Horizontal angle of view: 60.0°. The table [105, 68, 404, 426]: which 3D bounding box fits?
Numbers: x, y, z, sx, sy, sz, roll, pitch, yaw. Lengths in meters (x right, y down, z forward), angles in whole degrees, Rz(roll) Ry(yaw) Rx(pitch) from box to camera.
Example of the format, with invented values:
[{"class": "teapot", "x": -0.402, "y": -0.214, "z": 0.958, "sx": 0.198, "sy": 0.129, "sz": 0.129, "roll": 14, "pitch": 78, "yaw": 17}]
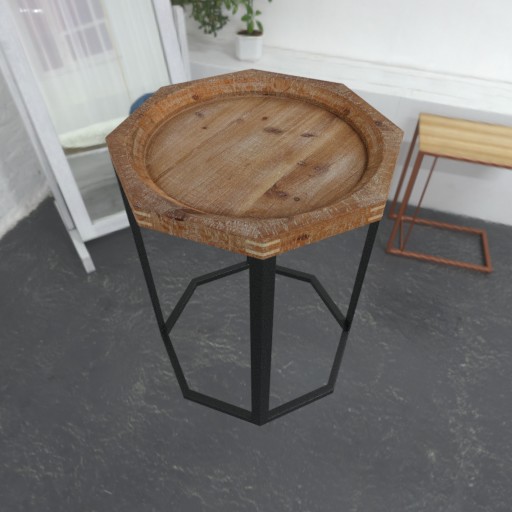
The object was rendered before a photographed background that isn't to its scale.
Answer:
[{"class": "table", "x": 0.000, "y": 0.000, "z": 0.876, "sx": 0.458, "sy": 0.543, "sz": 0.458, "roll": -2, "pitch": 47, "yaw": -1}]
